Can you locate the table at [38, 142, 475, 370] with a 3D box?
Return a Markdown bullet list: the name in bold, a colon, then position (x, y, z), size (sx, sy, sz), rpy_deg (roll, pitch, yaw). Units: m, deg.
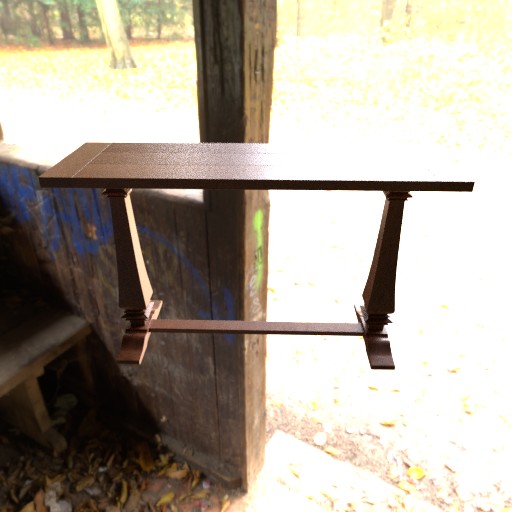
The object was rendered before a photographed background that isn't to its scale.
- **table**: position (0.000, 0.000, 1.904), size (1.478, 0.852, 0.461), rpy_deg (1, 30, 1)
